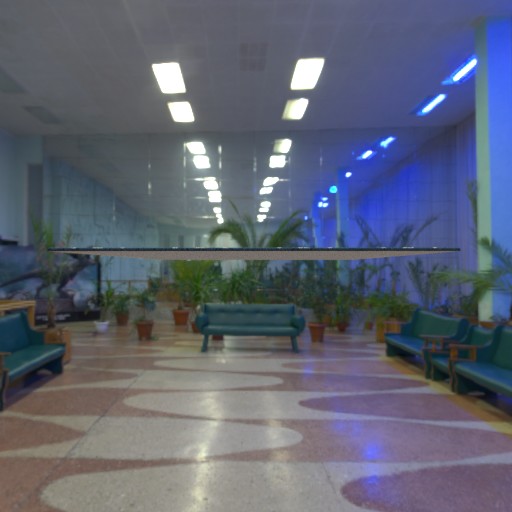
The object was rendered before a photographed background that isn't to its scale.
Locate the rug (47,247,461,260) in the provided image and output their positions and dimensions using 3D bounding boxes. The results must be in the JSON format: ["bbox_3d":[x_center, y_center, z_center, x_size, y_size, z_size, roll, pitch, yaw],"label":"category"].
[{"bbox_3d":[0.000,0.000,3.863,2.270,0.020,2.881,0,-1,1],"label":"rug"}]
